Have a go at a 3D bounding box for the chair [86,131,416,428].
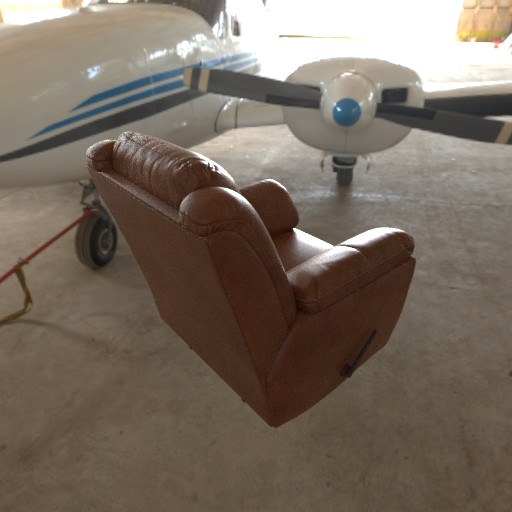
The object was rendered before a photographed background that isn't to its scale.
[{"bbox_3d":[0.000,0.000,1.924,1.041,1.093,0.990,-20,34,-33],"label":"chair"}]
